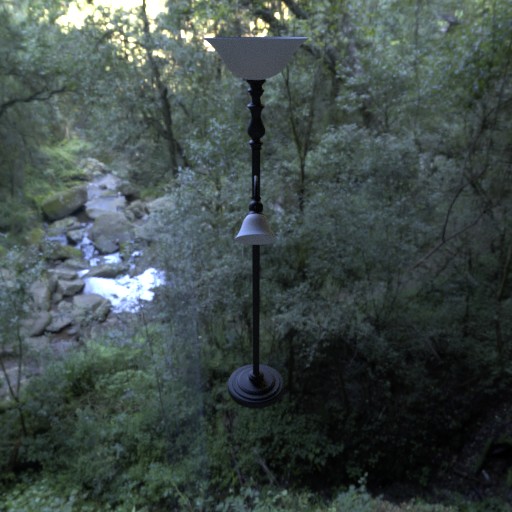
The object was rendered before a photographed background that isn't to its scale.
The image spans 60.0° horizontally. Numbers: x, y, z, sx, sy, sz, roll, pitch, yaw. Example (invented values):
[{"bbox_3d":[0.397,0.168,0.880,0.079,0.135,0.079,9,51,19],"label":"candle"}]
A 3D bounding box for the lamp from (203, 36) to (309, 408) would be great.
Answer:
[{"bbox_3d":[0.000,0.000,2.033,0.405,1.793,0.588,0,27,0],"label":"lamp"}]
